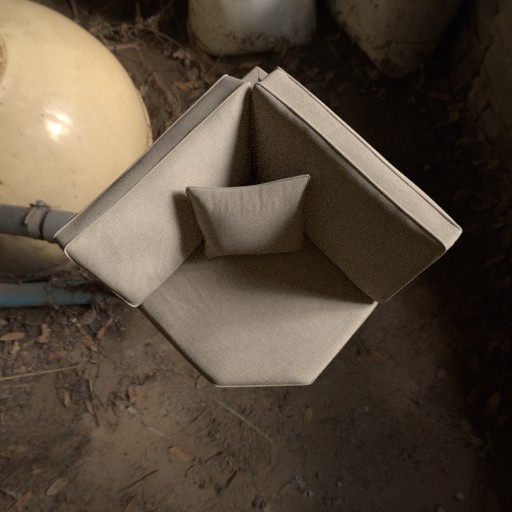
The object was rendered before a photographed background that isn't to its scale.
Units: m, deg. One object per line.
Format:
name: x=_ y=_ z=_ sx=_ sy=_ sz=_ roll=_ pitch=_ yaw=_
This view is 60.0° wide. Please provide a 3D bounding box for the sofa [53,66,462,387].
sofa: x=0.000 y=0.000 z=1.882 sx=1.050 sy=0.937 sz=1.042 roll=-44 pitch=79 yaw=-11
